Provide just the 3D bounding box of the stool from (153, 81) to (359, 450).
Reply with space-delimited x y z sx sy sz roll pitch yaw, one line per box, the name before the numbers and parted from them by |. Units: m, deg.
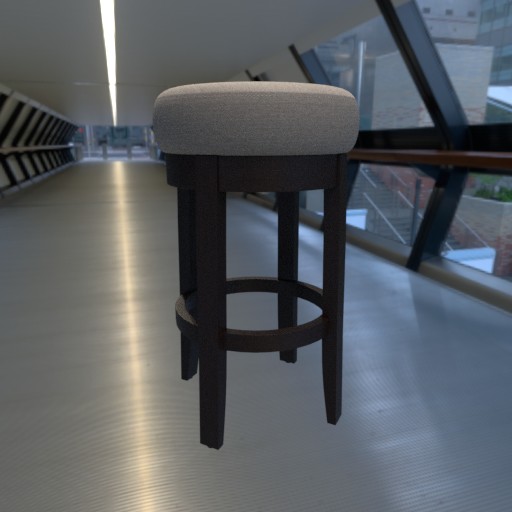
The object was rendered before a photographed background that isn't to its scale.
stool | 0.000 0.000 1.051 0.443 0.757 0.443 0 15 0
